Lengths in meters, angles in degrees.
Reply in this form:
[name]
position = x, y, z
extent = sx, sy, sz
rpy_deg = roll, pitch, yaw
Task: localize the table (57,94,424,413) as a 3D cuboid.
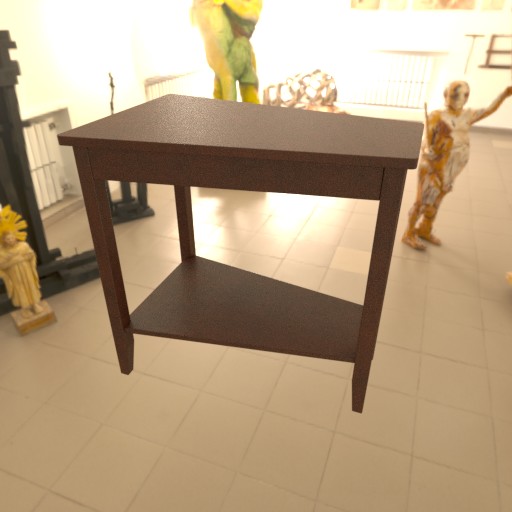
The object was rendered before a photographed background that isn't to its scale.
[table]
position = 0.000, 0.000, 0.997
extent = 0.605, 0.589, 0.399
rpy_deg = 11, 32, 17
